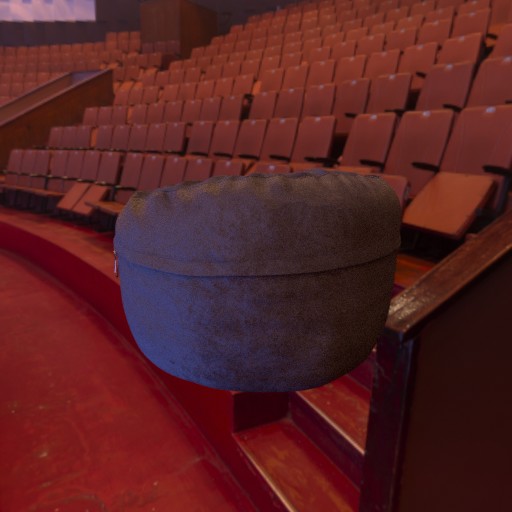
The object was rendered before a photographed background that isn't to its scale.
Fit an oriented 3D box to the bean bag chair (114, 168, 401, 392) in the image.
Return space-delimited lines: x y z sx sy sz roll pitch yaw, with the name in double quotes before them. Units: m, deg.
"bean bag chair" 0.000 0.000 2.039 1.245 0.821 1.245 0 13 0
